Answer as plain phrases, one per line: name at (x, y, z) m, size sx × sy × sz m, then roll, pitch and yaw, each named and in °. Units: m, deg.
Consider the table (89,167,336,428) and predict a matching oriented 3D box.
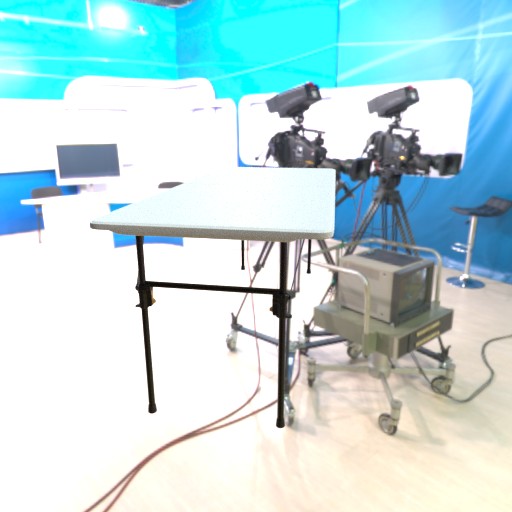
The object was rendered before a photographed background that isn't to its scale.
table at (0.000, 0.000, 2.261) m, size 0.761 × 0.719 × 1.829 m, roll 3°, pitch 17°, yaw 9°
